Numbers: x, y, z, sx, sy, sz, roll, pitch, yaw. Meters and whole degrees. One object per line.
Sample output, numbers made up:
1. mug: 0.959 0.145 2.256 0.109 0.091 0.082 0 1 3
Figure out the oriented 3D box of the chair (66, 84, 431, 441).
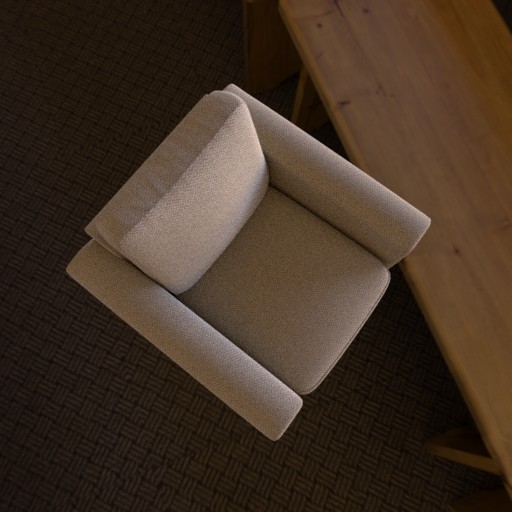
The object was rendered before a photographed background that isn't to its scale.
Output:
1. chair: 0.000 0.000 1.770 1.016 0.873 1.005 37 79 8
